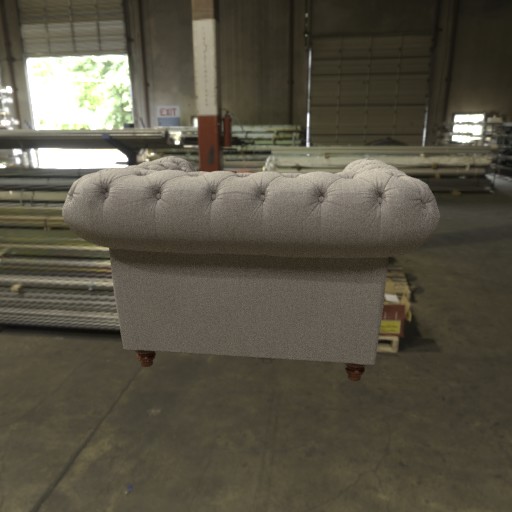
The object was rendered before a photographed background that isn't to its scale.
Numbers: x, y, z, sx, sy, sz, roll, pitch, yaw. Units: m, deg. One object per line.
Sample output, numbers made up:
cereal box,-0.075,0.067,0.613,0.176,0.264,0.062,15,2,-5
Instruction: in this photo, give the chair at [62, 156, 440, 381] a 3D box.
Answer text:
chair,0.000,0.000,1.868,1.270,0.770,0.976,2,16,7
